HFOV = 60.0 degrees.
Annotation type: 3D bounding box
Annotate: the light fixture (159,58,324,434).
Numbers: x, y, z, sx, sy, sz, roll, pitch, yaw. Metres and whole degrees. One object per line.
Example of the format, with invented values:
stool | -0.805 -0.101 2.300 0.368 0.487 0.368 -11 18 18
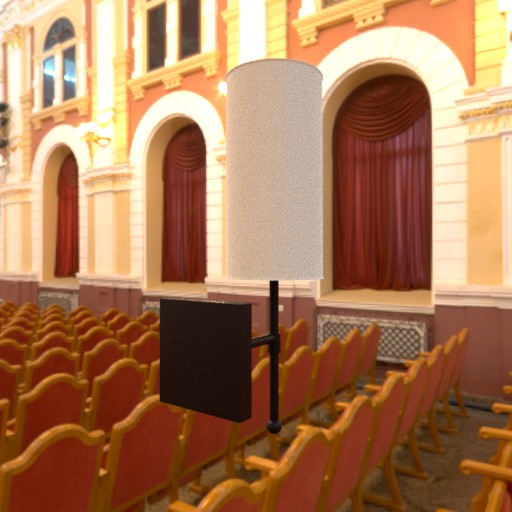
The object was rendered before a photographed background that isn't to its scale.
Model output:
light fixture | 0.000 0.000 0.547 0.128 0.462 0.208 -1 -1 36
